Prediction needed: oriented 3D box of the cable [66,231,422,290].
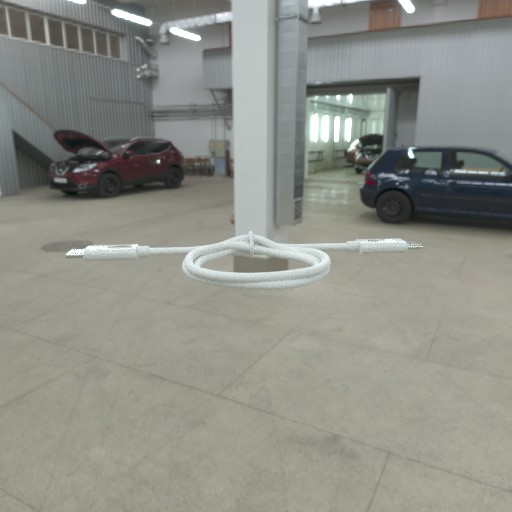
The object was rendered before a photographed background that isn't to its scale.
[{"bbox_3d":[0.000,0.000,0.209,0.186,0.014,0.070,-2,15,-6],"label":"cable"}]
